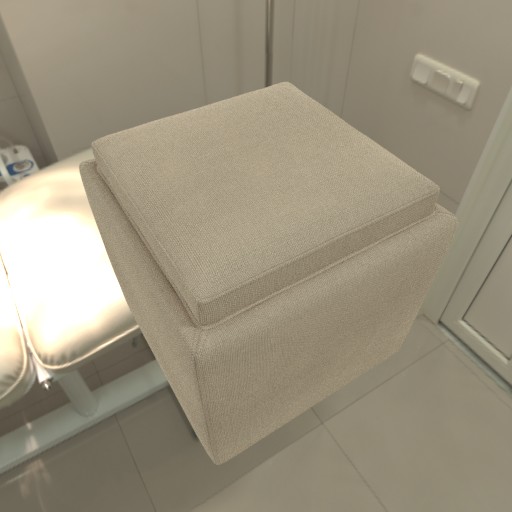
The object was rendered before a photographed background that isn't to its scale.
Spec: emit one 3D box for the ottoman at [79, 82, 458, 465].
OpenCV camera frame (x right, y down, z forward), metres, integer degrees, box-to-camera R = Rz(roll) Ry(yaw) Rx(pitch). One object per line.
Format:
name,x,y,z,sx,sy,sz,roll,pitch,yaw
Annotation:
ottoman,0.000,0.000,0.807,0.451,0.460,0.450,-25,52,-21
